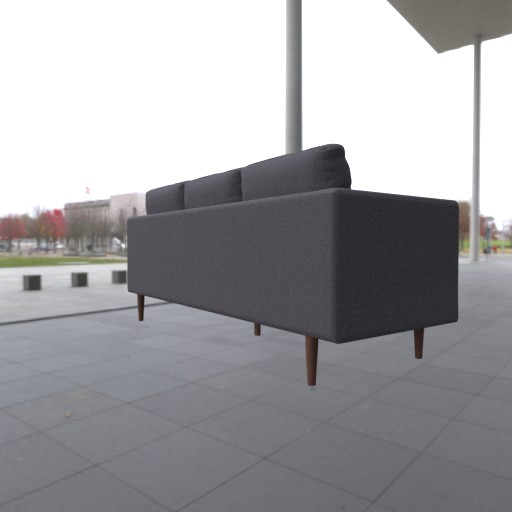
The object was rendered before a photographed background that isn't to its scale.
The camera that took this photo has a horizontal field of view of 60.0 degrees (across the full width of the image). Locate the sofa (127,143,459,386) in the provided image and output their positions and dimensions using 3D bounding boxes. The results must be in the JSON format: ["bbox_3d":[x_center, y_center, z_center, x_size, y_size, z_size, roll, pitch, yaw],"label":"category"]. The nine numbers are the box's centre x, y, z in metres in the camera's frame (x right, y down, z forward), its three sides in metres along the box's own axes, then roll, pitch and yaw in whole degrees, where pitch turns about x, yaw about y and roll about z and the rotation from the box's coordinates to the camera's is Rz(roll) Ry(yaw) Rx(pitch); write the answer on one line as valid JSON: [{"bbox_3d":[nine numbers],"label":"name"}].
[{"bbox_3d":[0.000,0.000,2.534,0.802,0.912,2.029,-1,2,-36],"label":"sofa"}]
